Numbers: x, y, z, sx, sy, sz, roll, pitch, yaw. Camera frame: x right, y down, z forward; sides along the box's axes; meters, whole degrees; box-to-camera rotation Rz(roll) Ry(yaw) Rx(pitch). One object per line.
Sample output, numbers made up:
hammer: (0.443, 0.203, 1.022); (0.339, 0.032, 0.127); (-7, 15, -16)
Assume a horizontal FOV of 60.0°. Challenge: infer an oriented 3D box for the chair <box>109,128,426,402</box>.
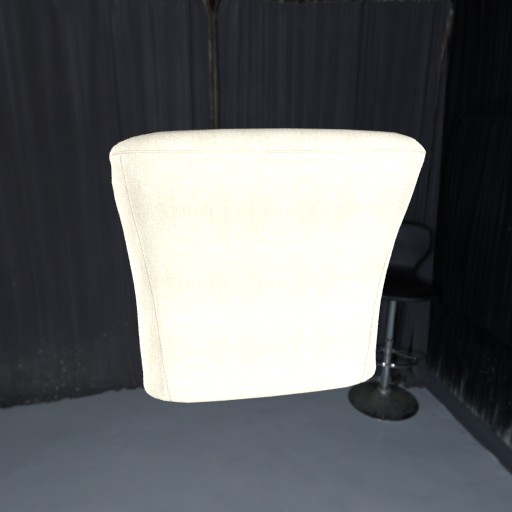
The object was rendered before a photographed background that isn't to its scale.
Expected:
chair: (0.000, 0.000, 1.573); (0.864, 0.856, 0.923); (-3, 15, -10)
